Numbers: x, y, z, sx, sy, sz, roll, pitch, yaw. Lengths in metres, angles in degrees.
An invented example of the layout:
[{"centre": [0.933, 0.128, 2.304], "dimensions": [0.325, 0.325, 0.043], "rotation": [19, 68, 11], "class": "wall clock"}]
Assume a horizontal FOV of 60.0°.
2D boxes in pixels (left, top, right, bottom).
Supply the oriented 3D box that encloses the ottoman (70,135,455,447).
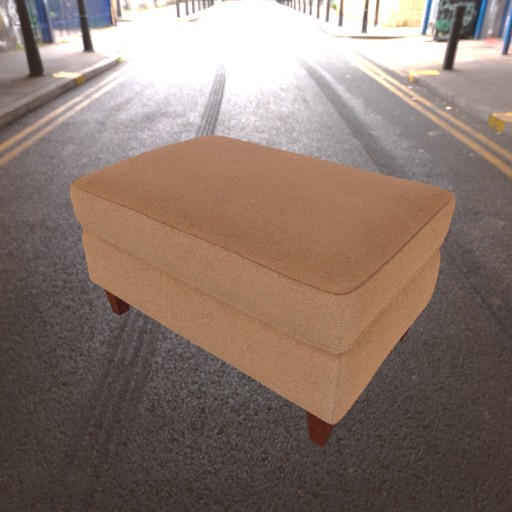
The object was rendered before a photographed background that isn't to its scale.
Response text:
[{"centre": [0.000, 0.000, 1.236], "dimensions": [0.862, 0.484, 0.583], "rotation": [23, 38, 33], "class": "ottoman"}]
